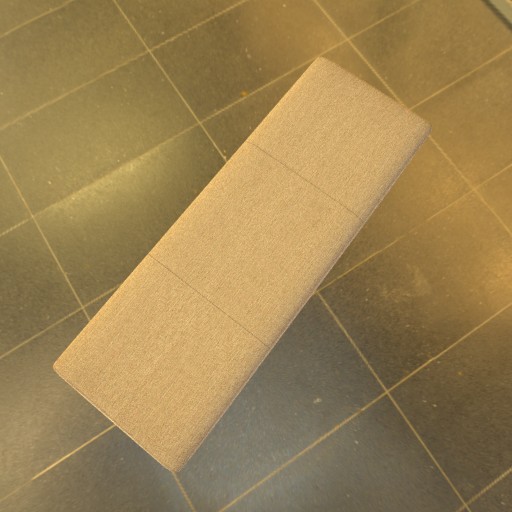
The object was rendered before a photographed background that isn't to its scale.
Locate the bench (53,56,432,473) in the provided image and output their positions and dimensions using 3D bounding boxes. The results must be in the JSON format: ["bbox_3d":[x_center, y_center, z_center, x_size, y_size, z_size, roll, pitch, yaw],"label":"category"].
[{"bbox_3d":[0.000,0.000,1.470,0.446,0.438,1.269,36,78,9],"label":"bench"}]
